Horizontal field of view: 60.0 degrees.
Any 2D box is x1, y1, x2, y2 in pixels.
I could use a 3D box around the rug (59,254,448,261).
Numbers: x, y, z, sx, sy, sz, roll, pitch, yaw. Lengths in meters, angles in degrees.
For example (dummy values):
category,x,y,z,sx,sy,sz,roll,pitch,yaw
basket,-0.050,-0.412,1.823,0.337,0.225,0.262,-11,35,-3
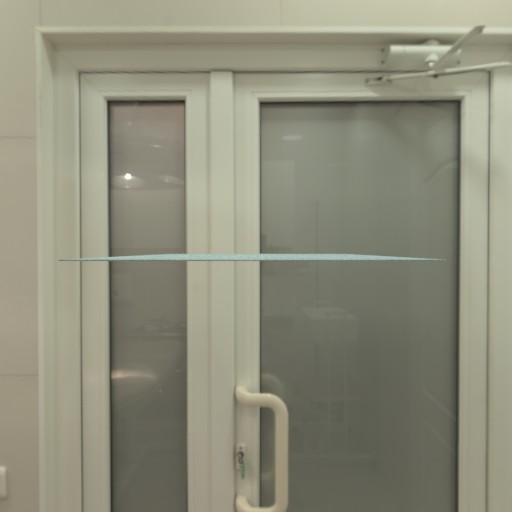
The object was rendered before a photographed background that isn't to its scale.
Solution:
category,x,y,z,sx,sy,sz,roll,pitch,yaw
rug,0.000,0.000,3.701,1.982,0.006,2.895,0,1,1
